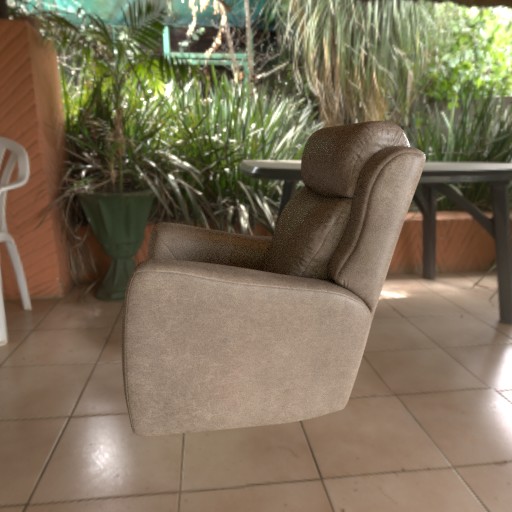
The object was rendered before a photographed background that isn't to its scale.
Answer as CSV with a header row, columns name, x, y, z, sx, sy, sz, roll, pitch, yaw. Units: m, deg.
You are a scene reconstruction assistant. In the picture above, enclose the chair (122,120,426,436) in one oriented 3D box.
name,x,y,z,sx,sy,sz,roll,pitch,yaw
chair,0.000,0.000,1.944,1.068,1.116,0.967,-2,14,-8
